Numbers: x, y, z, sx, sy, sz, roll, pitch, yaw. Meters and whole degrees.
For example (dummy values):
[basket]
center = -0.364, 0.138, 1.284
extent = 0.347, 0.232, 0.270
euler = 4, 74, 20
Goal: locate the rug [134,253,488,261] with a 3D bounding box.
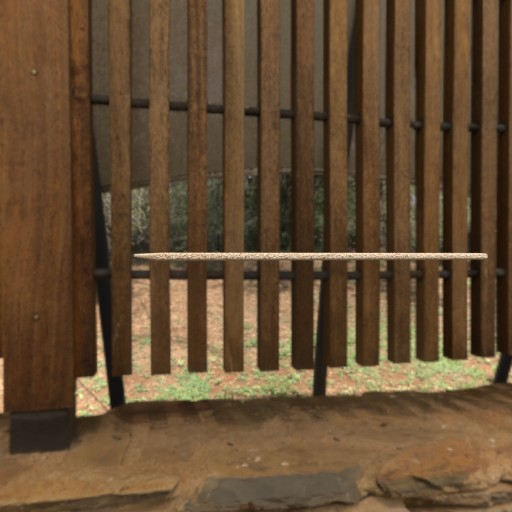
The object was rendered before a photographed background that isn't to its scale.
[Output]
[rug]
center = 0.000, 0.000, 3.000
extent = 1.524, 0.030, 2.438
euler = 0, 0, -17
